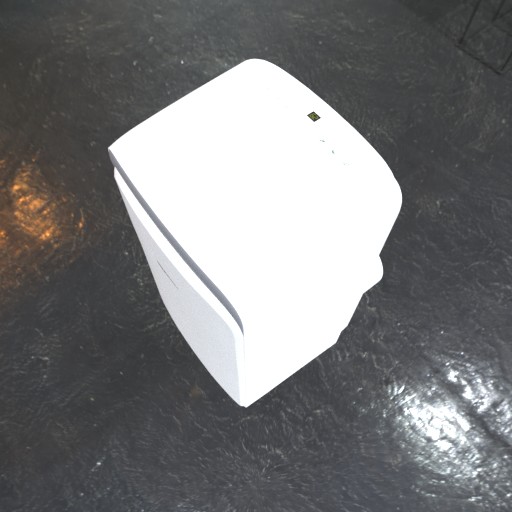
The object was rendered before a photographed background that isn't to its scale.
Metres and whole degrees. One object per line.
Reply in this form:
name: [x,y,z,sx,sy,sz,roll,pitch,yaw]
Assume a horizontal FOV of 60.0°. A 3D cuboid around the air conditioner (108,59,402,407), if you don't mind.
air conditioner: [0.000,0.000,1.077,0.467,0.765,0.478,-34,68,-16]
